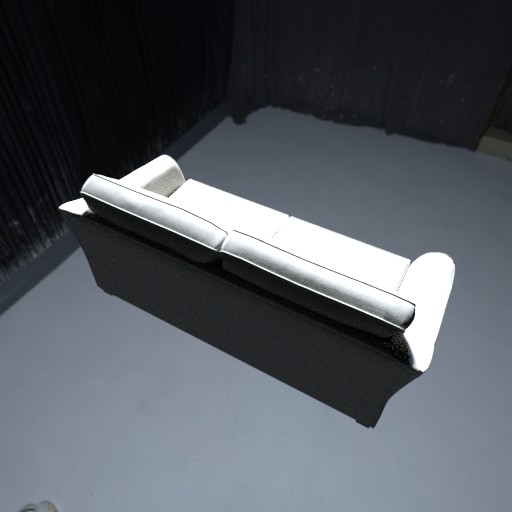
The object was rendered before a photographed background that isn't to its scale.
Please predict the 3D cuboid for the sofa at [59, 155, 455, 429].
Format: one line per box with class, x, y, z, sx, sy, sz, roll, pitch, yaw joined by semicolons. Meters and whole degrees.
sofa;0.000;0.000;2.804;2.270;0.965;0.980;23;51;20
